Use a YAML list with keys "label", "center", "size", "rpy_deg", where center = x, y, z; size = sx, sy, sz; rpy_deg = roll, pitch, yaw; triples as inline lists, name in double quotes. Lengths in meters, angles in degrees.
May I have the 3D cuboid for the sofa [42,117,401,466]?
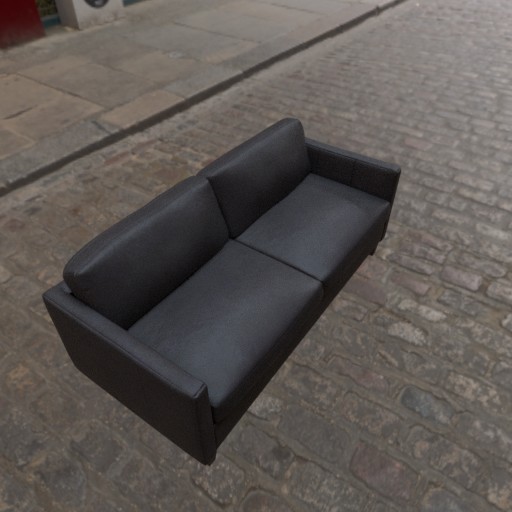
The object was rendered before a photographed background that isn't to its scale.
- label: "sofa"
  center: [0.000, 0.000, 2.481]
  size: [0.933, 0.863, 1.971]
  rpy_deg: [25, 47, 26]
